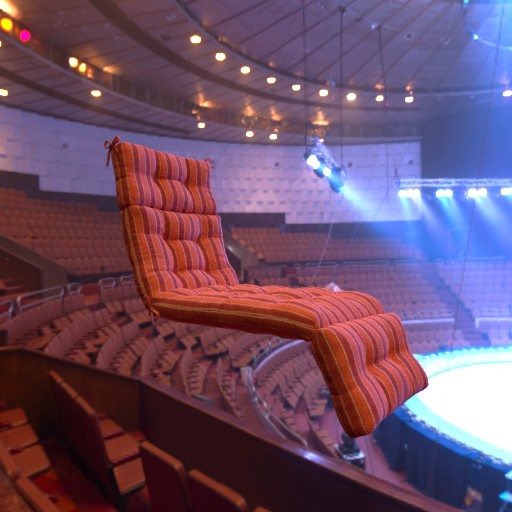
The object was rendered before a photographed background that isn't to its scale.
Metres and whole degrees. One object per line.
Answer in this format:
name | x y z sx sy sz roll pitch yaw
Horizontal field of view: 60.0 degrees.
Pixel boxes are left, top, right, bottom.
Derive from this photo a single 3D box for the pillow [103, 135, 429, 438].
pillow | 0.000 0.000 1.499 1.016 0.863 0.526 0 -1 37
